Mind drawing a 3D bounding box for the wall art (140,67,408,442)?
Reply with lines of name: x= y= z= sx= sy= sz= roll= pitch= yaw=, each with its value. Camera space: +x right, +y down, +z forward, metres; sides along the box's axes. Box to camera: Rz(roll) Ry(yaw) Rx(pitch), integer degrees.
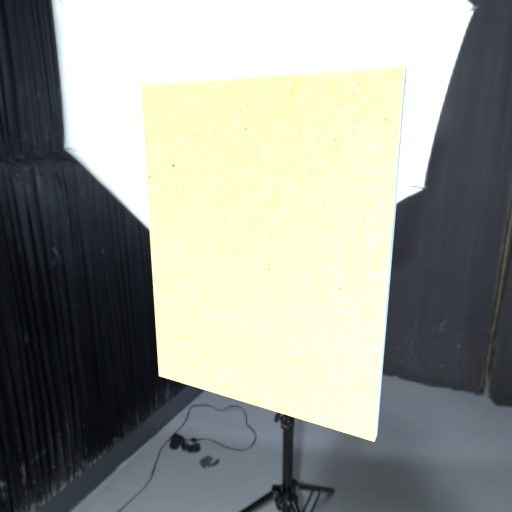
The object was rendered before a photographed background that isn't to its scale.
wall art: x=0.000 y=0.000 z=0.816 sx=0.481 sy=0.613 sz=0.020 roll=8 pitch=17 yaw=26
